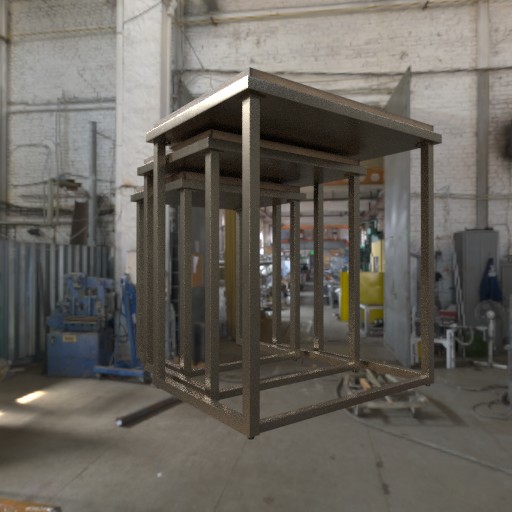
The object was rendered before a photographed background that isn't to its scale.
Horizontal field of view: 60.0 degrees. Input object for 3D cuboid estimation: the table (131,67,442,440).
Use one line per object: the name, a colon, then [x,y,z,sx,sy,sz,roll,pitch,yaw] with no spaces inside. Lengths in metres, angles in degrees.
table: [0.000,0.000,1.151,0.559,0.610,0.706,0,-1,-37]
